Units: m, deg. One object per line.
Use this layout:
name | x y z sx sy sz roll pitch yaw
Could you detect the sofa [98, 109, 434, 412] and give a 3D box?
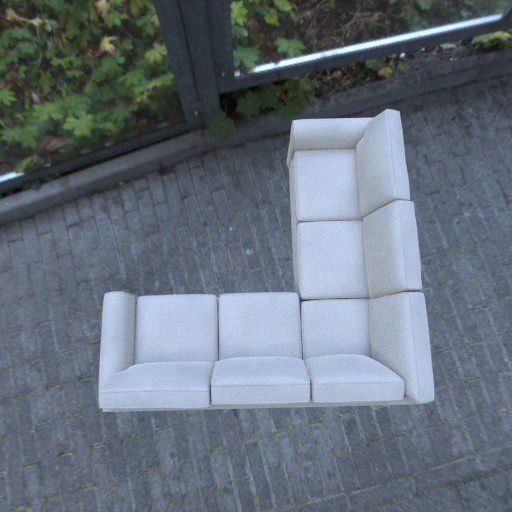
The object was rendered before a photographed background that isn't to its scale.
sofa | 0.000 0.000 3.876 2.569 1.054 2.487 -2 77 0
